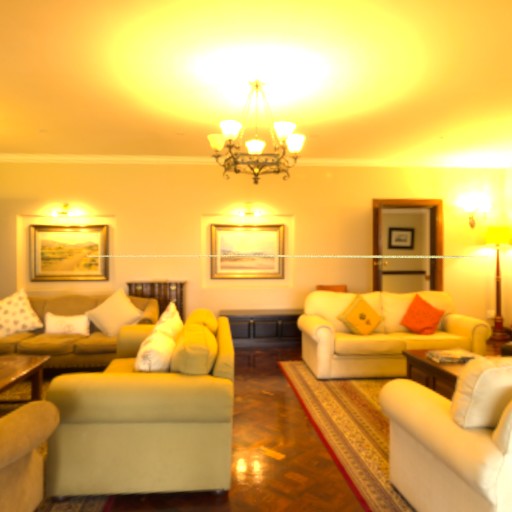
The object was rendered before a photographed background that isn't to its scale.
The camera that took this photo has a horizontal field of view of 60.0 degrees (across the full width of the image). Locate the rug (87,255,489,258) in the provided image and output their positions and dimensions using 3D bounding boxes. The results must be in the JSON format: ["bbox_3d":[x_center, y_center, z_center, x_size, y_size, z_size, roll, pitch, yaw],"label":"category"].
[{"bbox_3d":[0.000,0.000,2.566,2.340,0.013,0.686,0,0,37],"label":"rug"}]
